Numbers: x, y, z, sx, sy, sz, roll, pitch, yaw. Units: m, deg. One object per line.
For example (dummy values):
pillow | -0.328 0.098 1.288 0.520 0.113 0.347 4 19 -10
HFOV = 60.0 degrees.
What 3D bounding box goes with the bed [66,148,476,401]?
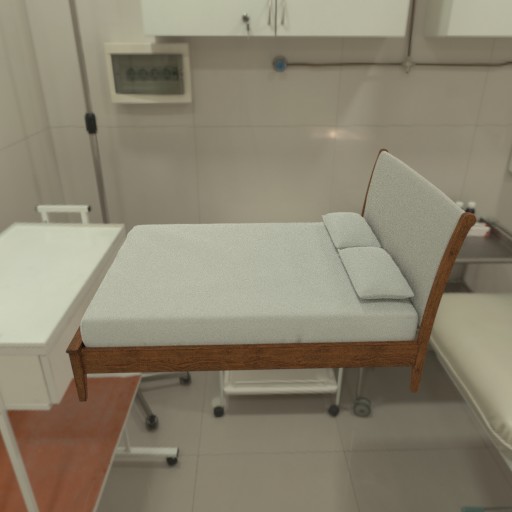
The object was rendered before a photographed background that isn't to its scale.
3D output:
bed | 0.000 0.000 3.014 2.108 1.135 1.502 -1 26 -2
